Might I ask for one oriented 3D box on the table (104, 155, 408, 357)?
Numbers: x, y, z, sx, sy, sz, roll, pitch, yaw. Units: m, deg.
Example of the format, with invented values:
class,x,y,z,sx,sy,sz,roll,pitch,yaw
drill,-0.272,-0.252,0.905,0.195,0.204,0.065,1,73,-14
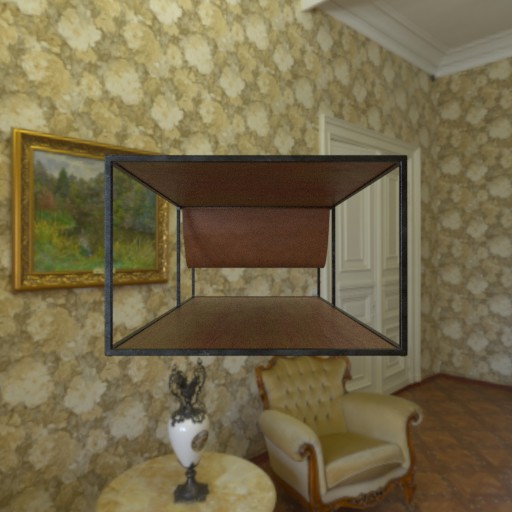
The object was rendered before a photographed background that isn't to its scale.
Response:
class,x,y,z,sx,sy,sz,roll,pitch,yaw
table,0.000,0.000,1.473,0.597,0.403,1.199,0,0,0
